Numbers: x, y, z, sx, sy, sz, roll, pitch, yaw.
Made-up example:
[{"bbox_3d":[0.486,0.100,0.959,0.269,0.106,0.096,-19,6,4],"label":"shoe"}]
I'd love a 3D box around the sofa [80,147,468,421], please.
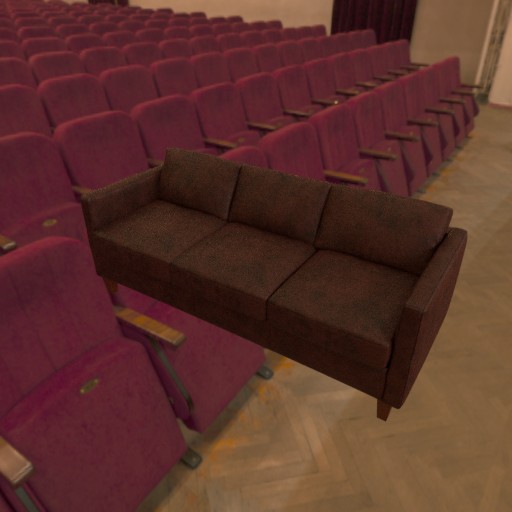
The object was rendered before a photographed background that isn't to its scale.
[{"bbox_3d":[0.000,0.000,3.067,2.464,1.006,1.045,18,35,28],"label":"sofa"}]
